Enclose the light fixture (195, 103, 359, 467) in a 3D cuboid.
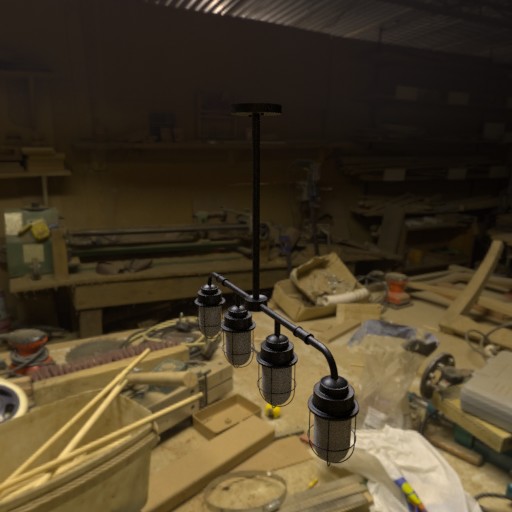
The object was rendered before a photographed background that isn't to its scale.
[{"bbox_3d":[0.000,0.000,1.217,0.131,0.785,0.852,-7,15,-26],"label":"light fixture"}]
